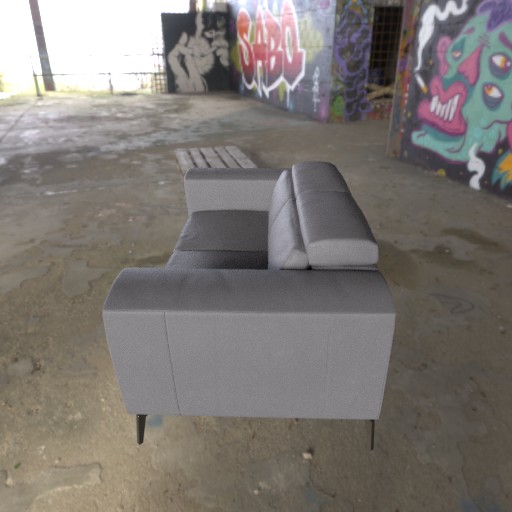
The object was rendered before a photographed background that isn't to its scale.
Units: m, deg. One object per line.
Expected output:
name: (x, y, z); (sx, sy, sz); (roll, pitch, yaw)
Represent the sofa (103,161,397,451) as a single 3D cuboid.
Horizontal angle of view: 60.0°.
sofa: (0.000, 0.000, 2.394); (1.003, 0.779, 1.895); (1, 25, 2)
